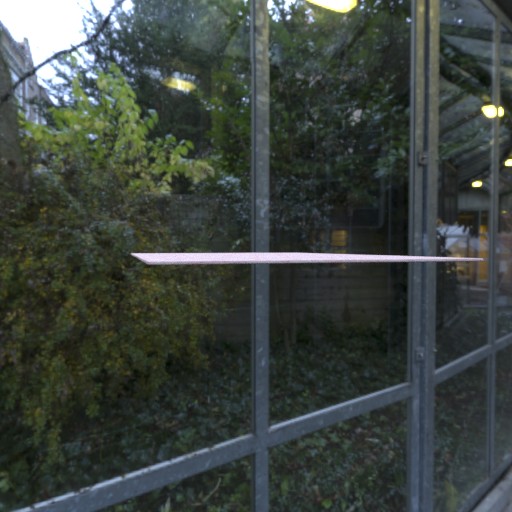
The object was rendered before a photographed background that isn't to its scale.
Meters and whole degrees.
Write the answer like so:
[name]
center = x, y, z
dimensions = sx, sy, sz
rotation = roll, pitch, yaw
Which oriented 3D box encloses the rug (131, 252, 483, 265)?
[rug]
center = 0.000, 0.000, 3.047
dimensions = 1.609, 0.015, 2.390
rotation = 0, 1, -17
